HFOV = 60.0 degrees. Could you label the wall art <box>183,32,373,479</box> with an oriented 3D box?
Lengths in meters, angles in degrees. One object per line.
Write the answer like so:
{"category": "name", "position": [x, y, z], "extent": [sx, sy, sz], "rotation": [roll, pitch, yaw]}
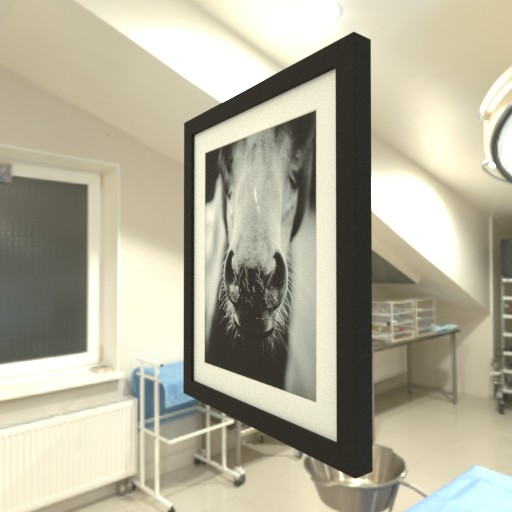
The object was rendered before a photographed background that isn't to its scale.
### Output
{"category": "wall art", "position": [0.000, 0.000, 0.538], "extent": [0.024, 0.404, 0.329], "rotation": [1, -1, -37]}
